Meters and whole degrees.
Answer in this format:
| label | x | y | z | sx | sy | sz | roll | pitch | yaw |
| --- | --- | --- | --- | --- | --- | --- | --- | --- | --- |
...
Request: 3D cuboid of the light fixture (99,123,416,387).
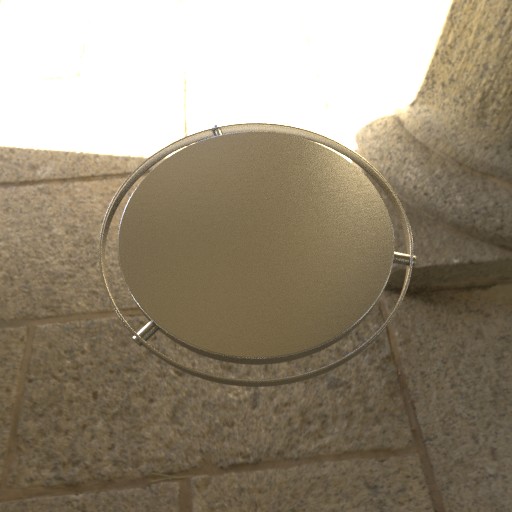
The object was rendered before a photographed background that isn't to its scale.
| label | x | y | z | sx | sy | sz | roll | pitch | yaw |
| --- | --- | --- | --- | --- | --- | --- | --- | --- | --- |
| light fixture | 0.000 | 0.000 | 0.568 | 0.361 | 0.130 | 0.361 | 0 | 58 | 0 |
